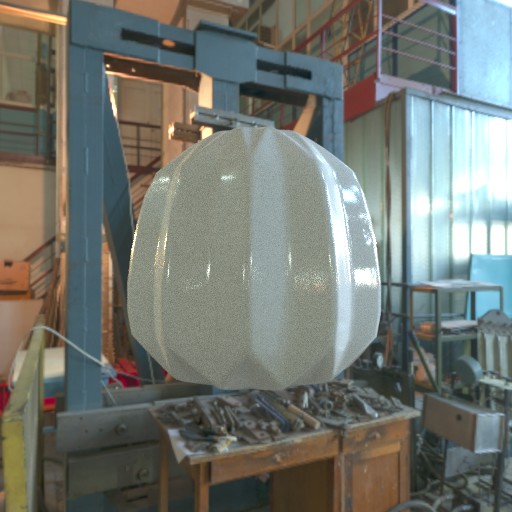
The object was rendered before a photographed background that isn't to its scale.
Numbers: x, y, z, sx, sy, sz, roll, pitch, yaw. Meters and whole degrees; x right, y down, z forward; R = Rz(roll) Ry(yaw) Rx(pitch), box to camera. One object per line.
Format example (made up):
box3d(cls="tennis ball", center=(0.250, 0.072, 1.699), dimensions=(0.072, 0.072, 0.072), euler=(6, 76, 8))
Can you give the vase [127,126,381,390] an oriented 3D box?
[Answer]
box3d(cls="vase", center=(0.000, 0.000, 0.254), dimensions=(0.139, 0.134, 0.139), euler=(0, -1, 0))
